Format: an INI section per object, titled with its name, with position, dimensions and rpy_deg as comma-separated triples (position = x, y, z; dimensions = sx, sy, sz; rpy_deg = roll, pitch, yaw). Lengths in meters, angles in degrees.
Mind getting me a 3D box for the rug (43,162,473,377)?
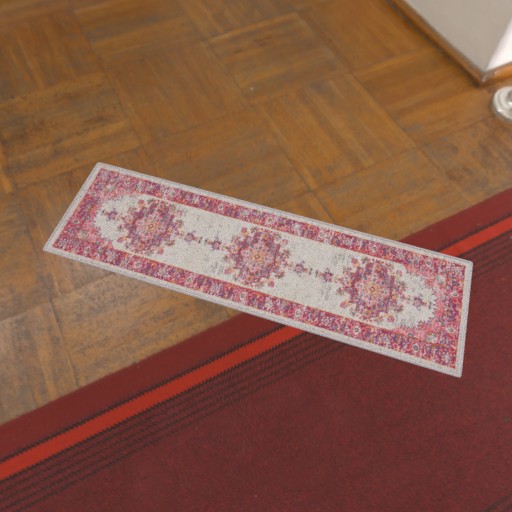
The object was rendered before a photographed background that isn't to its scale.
[rug]
position = 0.000, 0.000, 2.454
dimensions = 2.294, 0.011, 0.666
rpy_deg = 16, 63, 8
